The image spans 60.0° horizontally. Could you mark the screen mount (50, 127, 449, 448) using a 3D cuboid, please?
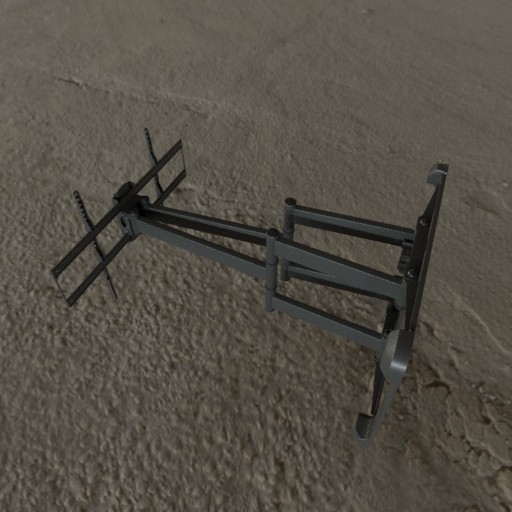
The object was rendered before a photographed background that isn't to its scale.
[{"bbox_3d":[0.000,0.000,1.333,0.905,0.483,0.725,17,49,15],"label":"screen mount"}]
